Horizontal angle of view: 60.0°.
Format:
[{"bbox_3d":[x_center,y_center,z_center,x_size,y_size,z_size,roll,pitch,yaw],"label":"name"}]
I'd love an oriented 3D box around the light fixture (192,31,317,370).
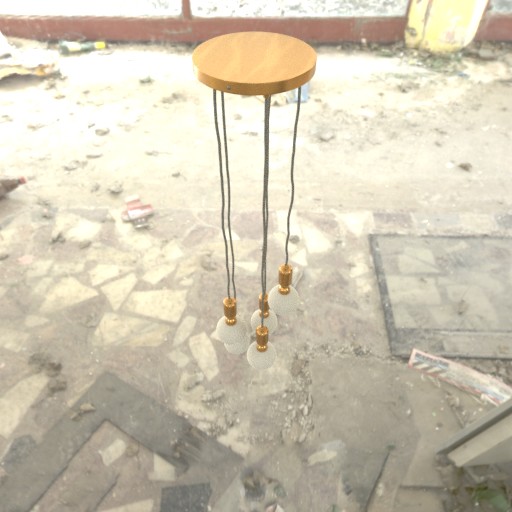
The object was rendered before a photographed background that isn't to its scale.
[{"bbox_3d":[0.000,0.000,0.509,0.108,0.457,0.105,16,49,15],"label":"light fixture"}]
